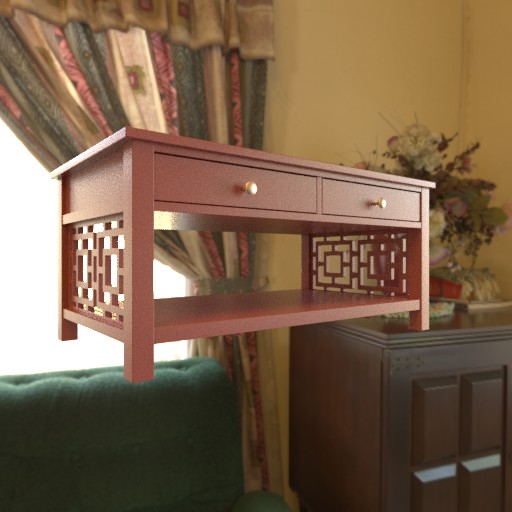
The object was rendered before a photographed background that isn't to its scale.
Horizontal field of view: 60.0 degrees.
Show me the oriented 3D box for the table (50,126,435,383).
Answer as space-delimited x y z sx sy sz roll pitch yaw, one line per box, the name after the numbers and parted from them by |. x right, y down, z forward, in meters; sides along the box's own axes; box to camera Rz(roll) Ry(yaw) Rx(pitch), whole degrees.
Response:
0.000 0.000 1.396 1.068 0.493 0.612 0 0 -37 | table
